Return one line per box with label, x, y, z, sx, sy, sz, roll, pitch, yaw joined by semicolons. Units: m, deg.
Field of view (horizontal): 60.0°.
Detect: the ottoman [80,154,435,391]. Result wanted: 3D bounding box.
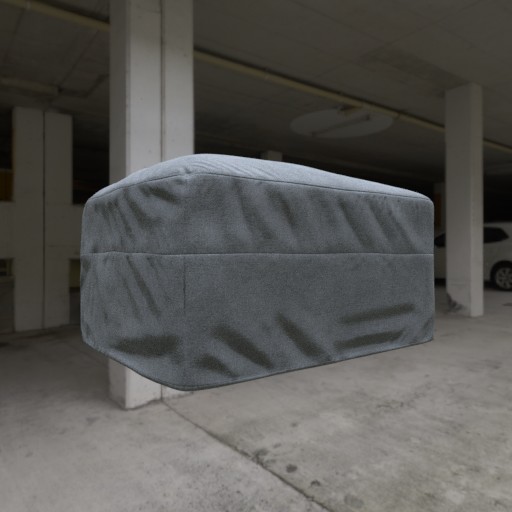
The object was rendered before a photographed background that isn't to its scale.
ottoman;0.000;0.000;1.272;0.837;0.481;0.683;0;0;-37
